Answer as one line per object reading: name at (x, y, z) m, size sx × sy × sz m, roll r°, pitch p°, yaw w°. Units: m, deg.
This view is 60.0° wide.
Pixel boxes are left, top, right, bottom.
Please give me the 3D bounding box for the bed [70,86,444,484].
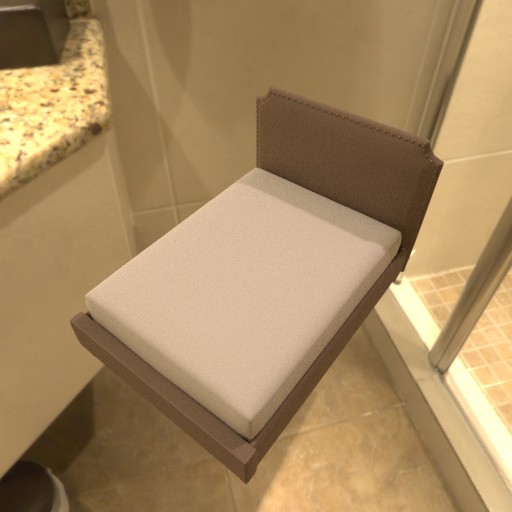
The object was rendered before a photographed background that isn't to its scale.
bed at (0.000, 0.000, 3.391) m, size 1.713 × 1.443 × 2.372 m, roll 29°, pitch 53°, yaw 25°
